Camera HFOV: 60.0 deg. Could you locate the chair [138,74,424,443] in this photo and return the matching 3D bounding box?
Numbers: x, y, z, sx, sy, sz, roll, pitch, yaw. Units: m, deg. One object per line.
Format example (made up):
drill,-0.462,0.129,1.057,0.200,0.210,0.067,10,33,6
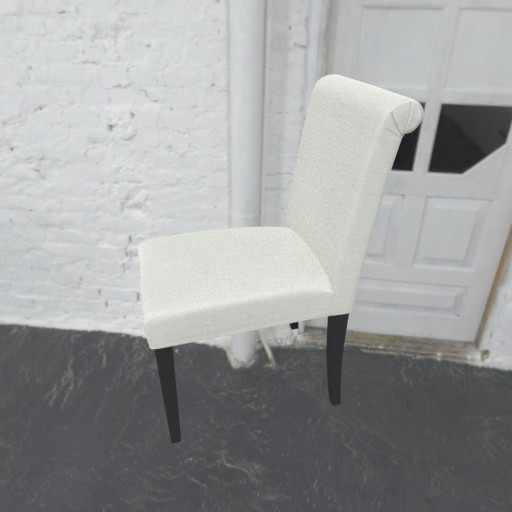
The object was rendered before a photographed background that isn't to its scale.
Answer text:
chair,0.000,0.000,1.371,0.708,0.976,0.452,-8,31,-13
